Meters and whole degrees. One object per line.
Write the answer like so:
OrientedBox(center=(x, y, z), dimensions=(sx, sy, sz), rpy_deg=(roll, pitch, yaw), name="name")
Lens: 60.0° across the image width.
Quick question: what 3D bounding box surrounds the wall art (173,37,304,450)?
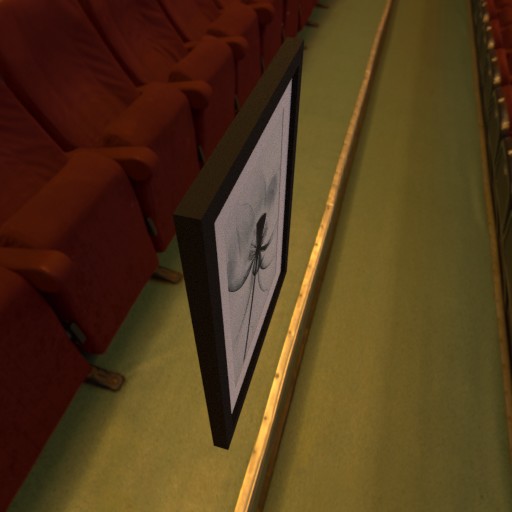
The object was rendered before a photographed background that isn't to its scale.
OrientedBox(center=(0.000, 0.000, 0.764), dimensions=(0.029, 0.559, 0.457), rpy_deg=(12, 47, 11), name="wall art")
